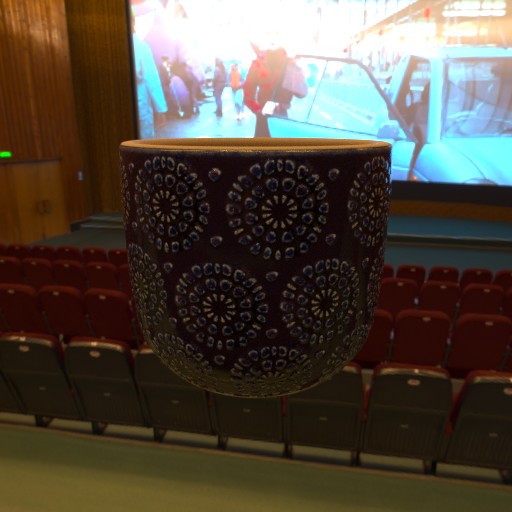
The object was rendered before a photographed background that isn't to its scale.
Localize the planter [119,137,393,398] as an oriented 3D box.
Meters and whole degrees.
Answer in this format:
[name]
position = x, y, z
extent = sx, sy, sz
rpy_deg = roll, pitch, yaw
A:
[planter]
position = 0.000, 0.000, 0.296
extent = 0.165, 0.149, 0.165
rpy_deg = 0, 17, 0
